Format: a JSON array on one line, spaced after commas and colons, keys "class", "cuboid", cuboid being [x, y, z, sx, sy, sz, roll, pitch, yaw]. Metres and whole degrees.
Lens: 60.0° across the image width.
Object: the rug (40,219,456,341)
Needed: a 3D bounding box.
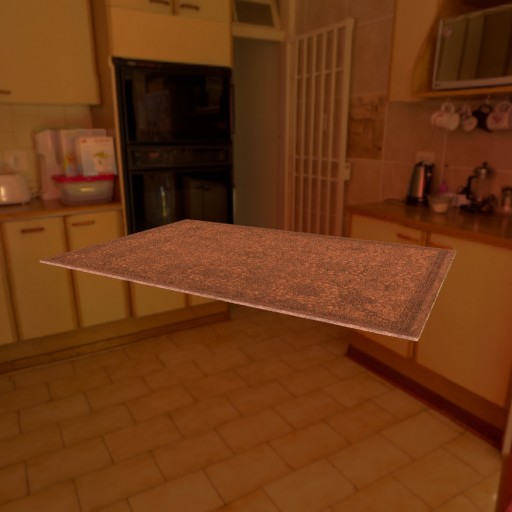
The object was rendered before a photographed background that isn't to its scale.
[{"class": "rug", "cuboid": [0.000, 0.000, 2.318, 1.819, 0.012, 1.208, 8, 18, 28]}]
